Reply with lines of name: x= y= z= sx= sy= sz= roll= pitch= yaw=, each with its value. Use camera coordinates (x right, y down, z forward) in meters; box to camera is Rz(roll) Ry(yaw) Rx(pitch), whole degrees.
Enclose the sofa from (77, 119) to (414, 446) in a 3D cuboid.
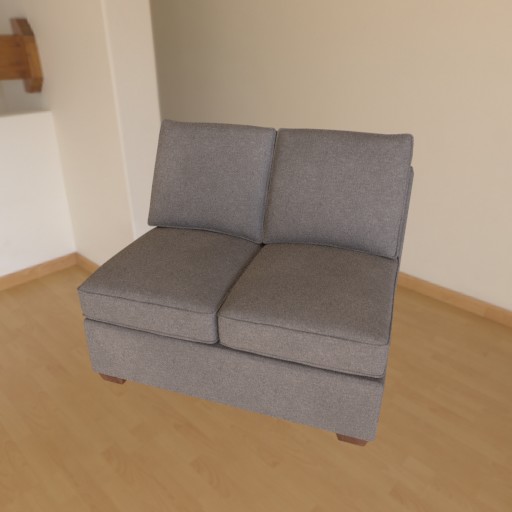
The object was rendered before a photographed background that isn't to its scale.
sofa: x=0.000 y=0.000 z=1.964 sx=1.237 sy=1.008 sz=0.951 roll=8 pitch=28 yaw=16
